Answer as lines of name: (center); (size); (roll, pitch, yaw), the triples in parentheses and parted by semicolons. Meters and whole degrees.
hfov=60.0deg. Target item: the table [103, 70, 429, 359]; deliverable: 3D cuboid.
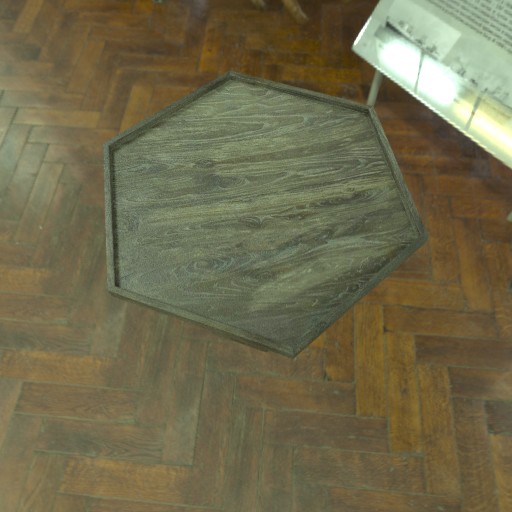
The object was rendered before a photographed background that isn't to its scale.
table: (0.000, 0.000, 1.139); (0.683, 0.586, 0.592); (17, 64, 9)
